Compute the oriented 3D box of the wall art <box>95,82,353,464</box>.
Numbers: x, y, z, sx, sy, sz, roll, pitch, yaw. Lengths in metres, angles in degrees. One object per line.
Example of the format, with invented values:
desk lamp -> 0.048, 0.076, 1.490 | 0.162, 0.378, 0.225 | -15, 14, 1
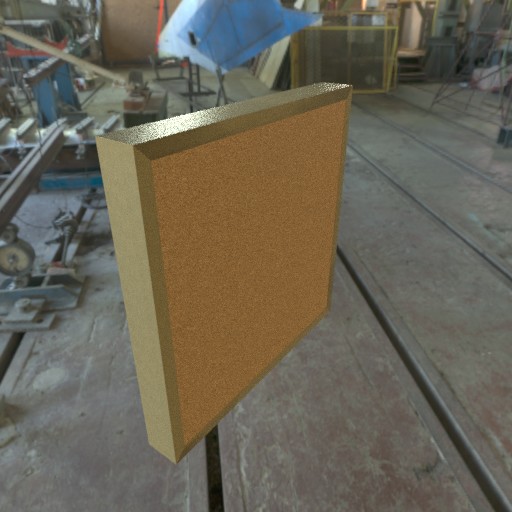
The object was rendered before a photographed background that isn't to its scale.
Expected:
wall art -> 0.000, 0.000, 0.463 | 0.038, 0.305, 0.304 | 20, 35, 31
